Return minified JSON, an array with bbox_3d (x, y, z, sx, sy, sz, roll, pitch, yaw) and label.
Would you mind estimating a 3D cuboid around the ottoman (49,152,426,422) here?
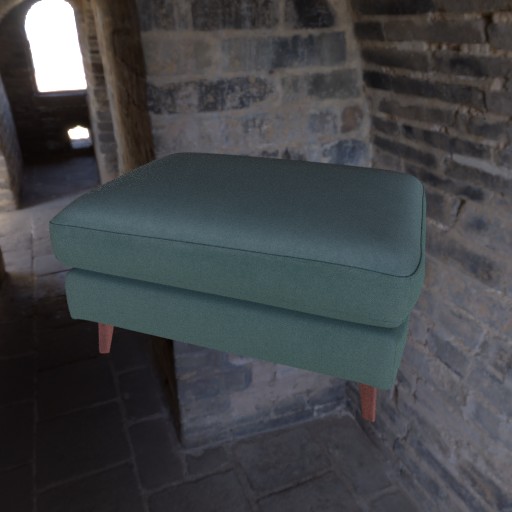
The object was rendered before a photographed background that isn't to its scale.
[{"bbox_3d":[0.000,0.000,1.172,0.811,0.449,0.608,9,28,17],"label":"ottoman"}]
